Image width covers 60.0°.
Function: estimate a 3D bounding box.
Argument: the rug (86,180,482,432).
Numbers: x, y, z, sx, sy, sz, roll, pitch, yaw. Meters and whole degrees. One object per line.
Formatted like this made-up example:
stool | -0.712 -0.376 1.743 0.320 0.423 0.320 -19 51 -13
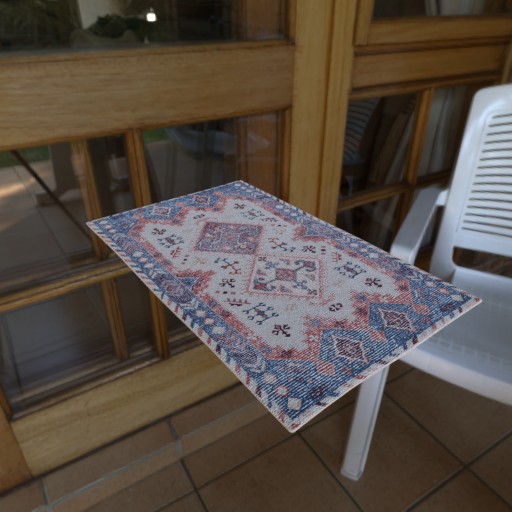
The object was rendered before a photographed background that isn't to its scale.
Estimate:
rug | 0.000 0.000 3.077 1.521 0.023 2.464 -22 37 -32
